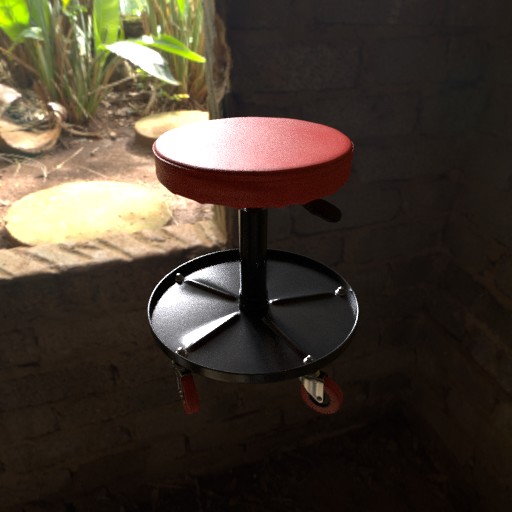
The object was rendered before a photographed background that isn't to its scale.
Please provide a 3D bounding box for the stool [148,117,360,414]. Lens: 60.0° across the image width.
[{"bbox_3d":[0.000,0.000,0.692,0.382,0.365,0.381,20,36,31],"label":"stool"}]
